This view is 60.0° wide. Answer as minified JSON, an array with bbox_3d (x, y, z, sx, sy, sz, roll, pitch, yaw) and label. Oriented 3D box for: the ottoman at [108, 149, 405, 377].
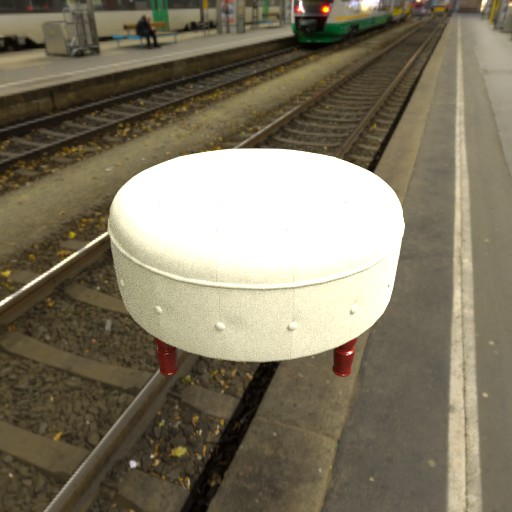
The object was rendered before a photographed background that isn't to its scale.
[{"bbox_3d":[0.000,0.000,1.401,0.850,0.483,0.850,0,30,0],"label":"ottoman"}]
